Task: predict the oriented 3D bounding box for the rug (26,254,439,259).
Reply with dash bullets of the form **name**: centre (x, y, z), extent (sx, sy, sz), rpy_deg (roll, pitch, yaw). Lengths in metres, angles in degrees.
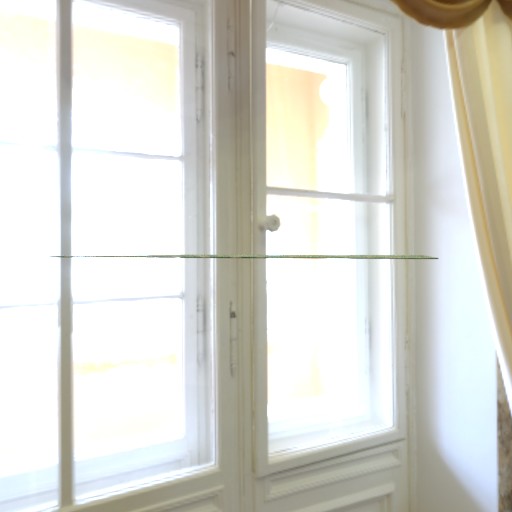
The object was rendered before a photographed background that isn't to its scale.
- **rug**: centre (0.000, 0.000, 4.200), extent (3.045, 0.007, 2.436), rpy_deg (0, 1, 19)
